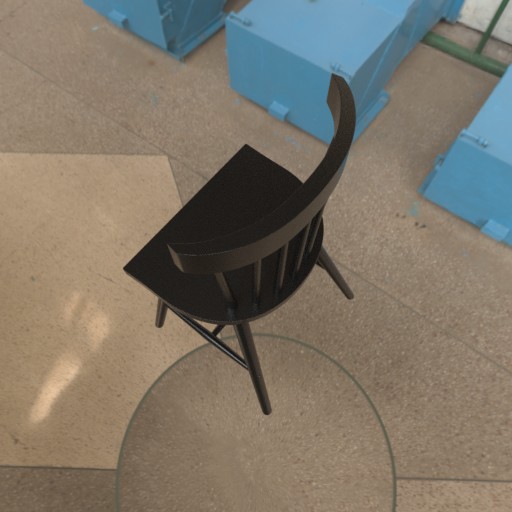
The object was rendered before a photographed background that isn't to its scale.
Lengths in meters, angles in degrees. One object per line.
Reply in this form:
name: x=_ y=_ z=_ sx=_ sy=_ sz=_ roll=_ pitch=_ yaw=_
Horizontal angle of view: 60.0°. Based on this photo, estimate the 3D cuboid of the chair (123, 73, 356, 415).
chair: x=0.000 y=0.000 z=1.134 sx=0.483 sy=0.844 sz=0.506 roll=35 pitch=69 yaw=15
